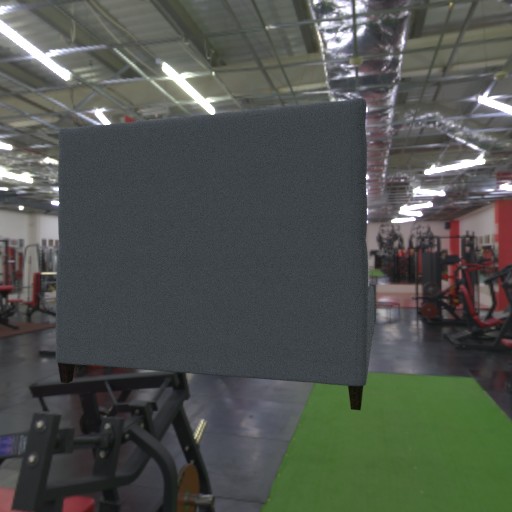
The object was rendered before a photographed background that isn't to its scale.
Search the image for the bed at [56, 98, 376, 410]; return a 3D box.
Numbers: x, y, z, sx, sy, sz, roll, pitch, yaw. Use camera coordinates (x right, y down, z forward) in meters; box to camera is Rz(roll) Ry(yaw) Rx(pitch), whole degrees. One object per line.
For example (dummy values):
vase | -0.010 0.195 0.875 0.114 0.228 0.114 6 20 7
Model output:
bed | 0.000 0.000 3.292 1.698 1.427 2.231 0 -1 16
